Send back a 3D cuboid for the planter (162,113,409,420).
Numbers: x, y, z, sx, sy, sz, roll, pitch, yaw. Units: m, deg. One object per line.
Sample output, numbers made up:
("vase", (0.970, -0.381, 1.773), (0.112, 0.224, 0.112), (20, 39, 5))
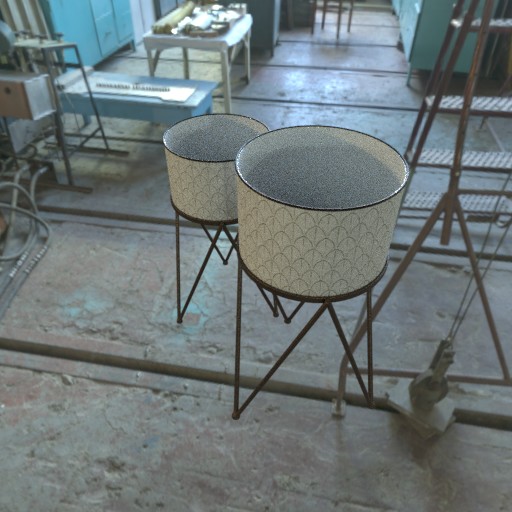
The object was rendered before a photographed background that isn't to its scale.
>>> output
("planter", (0.000, 0.000, 1.189), (0.413, 0.712, 0.769), (-24, 46, -26))
